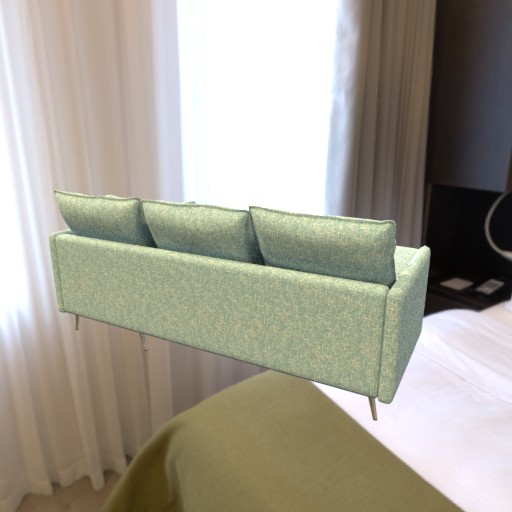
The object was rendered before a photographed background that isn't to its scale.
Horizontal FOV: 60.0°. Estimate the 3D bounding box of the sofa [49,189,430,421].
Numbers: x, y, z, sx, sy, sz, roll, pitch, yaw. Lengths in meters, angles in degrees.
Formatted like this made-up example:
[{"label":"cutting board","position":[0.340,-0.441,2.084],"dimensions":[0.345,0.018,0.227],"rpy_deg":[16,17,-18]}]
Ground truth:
[{"label":"sofa","position":[0.000,0.000,2.788],"dimensions":[2.034,0.899,1.420],"rpy_deg":[9,18,27]}]
